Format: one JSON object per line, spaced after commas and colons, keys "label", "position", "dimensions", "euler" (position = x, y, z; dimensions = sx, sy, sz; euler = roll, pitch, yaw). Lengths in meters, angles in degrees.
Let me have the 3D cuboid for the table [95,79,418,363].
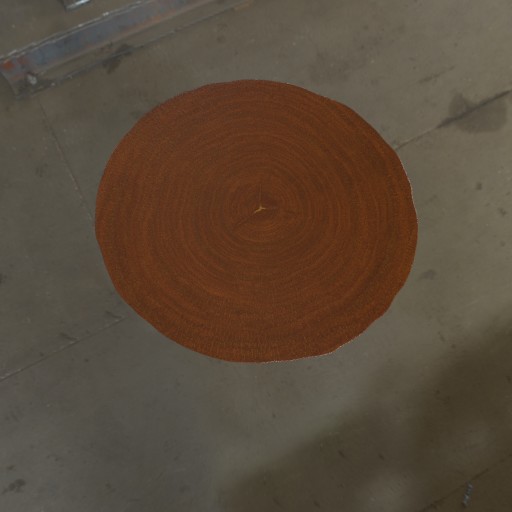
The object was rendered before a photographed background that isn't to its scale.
{"label": "table", "position": [0.000, 0.000, 0.778], "dimensions": [0.410, 0.450, 0.380], "euler": [16, 75, 4]}
